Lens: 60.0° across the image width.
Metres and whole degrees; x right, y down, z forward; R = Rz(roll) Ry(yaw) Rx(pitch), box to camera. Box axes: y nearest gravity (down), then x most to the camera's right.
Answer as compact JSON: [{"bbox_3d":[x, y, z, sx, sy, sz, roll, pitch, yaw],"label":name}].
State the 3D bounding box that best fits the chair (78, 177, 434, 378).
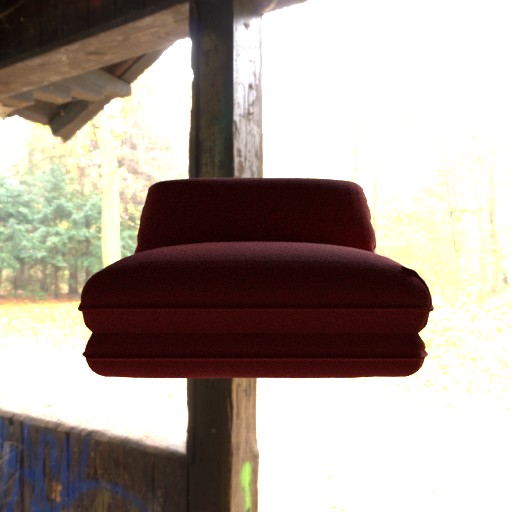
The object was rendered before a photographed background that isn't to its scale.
[{"bbox_3d":[0.000,0.000,1.353,0.820,0.580,0.780,0,-1,0],"label":"chair"}]
